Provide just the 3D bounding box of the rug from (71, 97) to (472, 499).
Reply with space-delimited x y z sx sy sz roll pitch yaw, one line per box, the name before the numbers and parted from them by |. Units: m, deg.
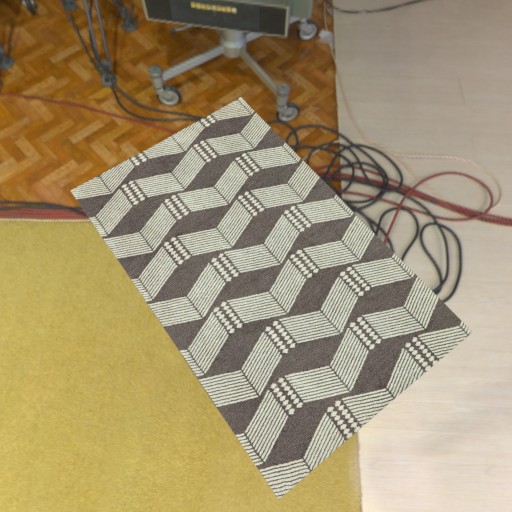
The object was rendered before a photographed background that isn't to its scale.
rug | 0.000 0.000 2.960 1.517 0.011 2.435 -34 69 -15
